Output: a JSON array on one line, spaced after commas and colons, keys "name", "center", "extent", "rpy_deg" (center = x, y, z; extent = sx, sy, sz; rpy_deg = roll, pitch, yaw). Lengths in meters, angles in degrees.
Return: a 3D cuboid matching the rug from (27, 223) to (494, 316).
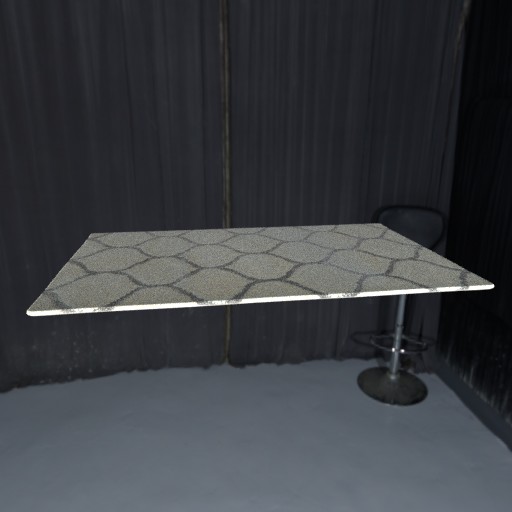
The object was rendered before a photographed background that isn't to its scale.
[{"name": "rug", "center": [0.000, 0.000, 2.889], "extent": [2.348, 0.024, 1.501], "rpy_deg": [-3, 17, -8]}]
